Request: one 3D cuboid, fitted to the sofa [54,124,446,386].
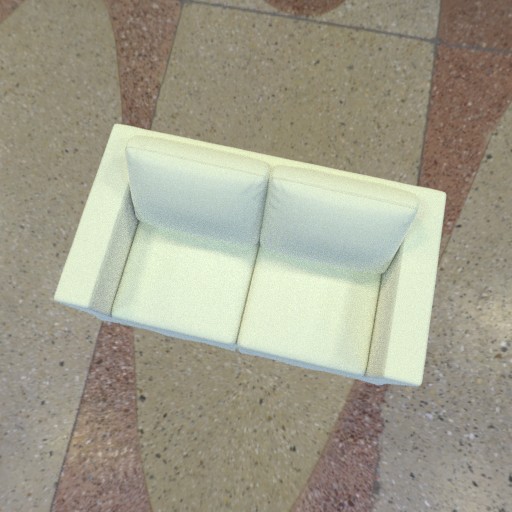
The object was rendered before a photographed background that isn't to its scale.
[{"bbox_3d":[0.000,0.000,2.407,1.813,0.932,1.009,13,76,3],"label":"sofa"}]
